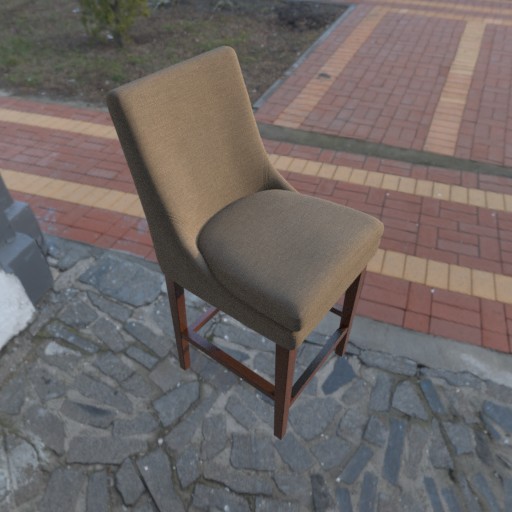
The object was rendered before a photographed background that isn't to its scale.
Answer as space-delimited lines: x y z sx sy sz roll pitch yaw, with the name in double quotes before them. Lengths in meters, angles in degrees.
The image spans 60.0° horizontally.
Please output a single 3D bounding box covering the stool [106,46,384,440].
"stool" 0.000 0.000 1.298 0.577 0.981 0.470 27 49 26
